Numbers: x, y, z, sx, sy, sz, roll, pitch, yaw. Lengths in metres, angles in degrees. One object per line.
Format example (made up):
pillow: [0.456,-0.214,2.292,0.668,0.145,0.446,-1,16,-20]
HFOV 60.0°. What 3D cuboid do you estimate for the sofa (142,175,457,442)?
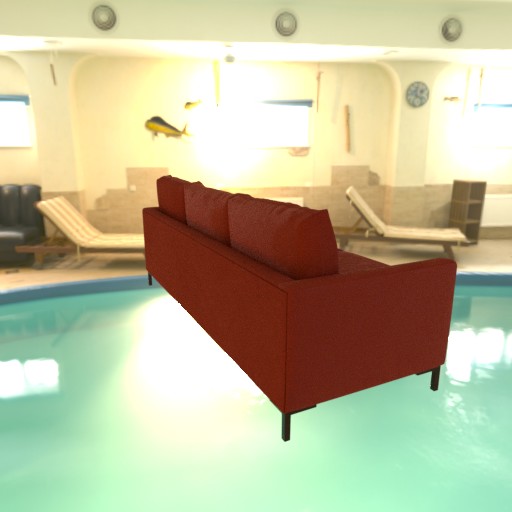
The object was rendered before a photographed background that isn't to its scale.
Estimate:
sofa: [0.000,0.000,2.714,0.875,0.879,2.252,-7,16,-26]
